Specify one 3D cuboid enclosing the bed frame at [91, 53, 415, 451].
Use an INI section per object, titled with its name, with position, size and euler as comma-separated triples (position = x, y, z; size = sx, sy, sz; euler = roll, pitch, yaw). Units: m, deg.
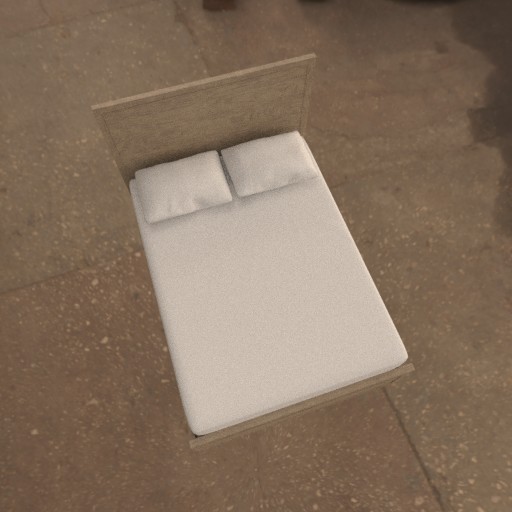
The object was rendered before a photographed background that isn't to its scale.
[bed frame]
position = 0.000, 0.000, 3.244
size = 1.606, 1.369, 2.189
euler = -17, 65, -8
